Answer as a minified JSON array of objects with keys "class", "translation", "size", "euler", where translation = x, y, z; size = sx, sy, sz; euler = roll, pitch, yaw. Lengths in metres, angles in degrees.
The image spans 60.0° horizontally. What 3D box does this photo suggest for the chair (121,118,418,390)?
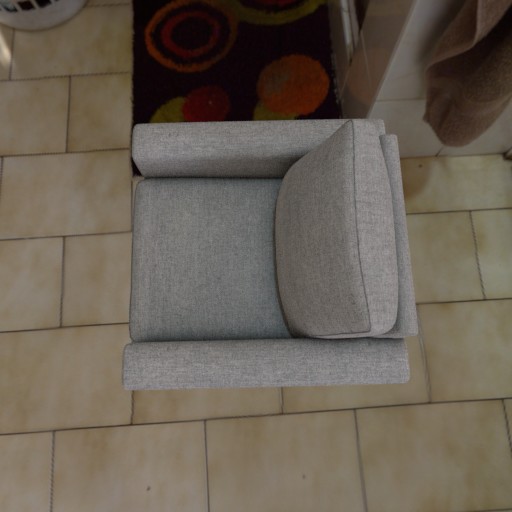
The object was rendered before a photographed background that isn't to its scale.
[{"class":"chair","translation":[0.000,0.000,1.830],"size":[1.038,1.010,1.024],"euler":[-1,76,0]}]
